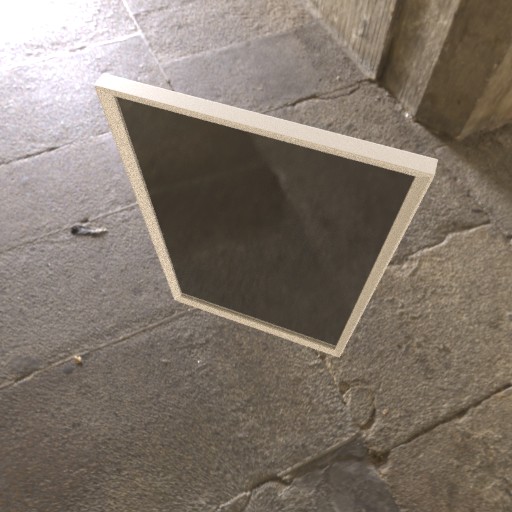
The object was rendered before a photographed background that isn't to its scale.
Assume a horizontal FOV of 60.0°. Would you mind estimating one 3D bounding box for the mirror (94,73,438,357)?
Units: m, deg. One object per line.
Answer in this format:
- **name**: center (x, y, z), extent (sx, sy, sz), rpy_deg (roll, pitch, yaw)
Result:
- **mirror**: center (0.000, 0.000, 1.149), extent (0.609, 0.915, 0.041), rpy_deg (18, 61, 10)
